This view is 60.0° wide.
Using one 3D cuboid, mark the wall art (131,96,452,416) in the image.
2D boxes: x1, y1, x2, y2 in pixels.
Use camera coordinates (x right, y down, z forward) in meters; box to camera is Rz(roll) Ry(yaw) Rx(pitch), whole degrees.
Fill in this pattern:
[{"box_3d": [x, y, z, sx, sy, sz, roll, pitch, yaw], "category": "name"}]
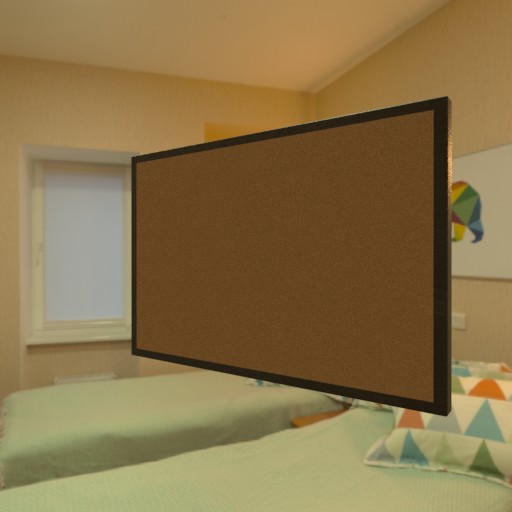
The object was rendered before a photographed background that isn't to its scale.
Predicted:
[{"box_3d": [0.000, 0.000, 1.116, 0.912, 0.612, 0.038, 0, 0, 35], "category": "wall art"}]
